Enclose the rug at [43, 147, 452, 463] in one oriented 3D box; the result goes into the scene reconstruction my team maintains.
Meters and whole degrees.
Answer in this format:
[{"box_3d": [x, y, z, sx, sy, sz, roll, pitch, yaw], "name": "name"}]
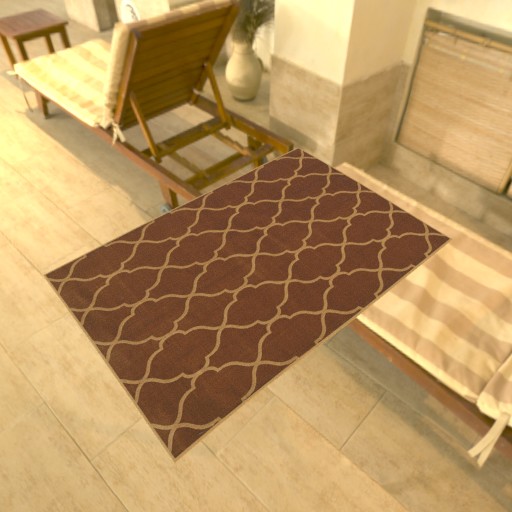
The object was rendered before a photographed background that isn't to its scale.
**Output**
[{"box_3d": [0.000, 0.000, 2.944, 2.290, 0.014, 1.526, -32, 54, -27], "name": "rug"}]
